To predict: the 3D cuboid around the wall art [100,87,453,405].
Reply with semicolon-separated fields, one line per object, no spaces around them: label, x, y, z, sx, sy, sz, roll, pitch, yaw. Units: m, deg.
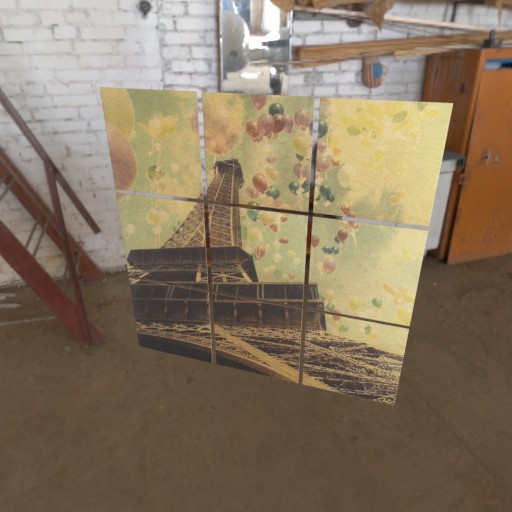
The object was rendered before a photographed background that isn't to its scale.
wall art;0.000;0.000;2.177;1.517;1.505;0.002;9;29;16
